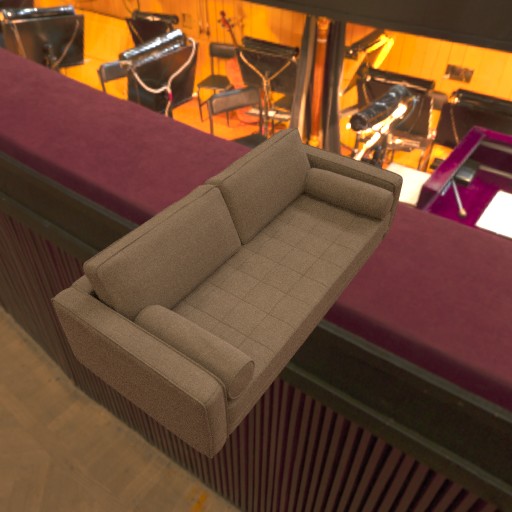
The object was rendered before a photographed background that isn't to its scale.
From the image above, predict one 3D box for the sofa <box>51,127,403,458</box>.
[{"bbox_3d":[0.000,0.000,2.413,0.914,0.762,1.879,25,47,26],"label":"sofa"}]
